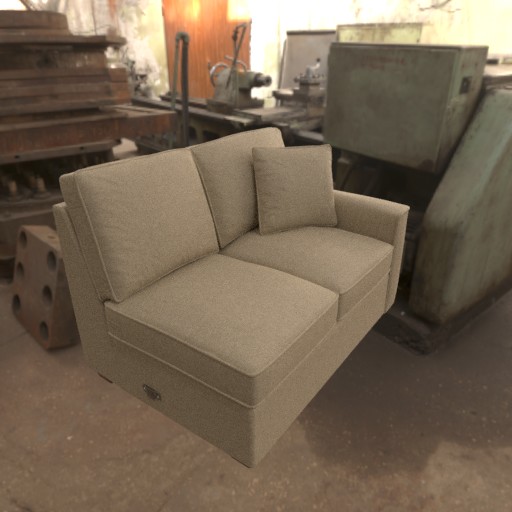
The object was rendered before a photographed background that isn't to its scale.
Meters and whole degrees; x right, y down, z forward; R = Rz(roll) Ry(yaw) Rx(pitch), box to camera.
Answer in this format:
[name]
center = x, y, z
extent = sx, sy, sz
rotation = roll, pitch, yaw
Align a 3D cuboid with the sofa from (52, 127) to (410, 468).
[sofa]
center = 0.000, 0.000, 2.078
extent = 0.991, 0.989, 1.388
rotation = 18, 31, 32
